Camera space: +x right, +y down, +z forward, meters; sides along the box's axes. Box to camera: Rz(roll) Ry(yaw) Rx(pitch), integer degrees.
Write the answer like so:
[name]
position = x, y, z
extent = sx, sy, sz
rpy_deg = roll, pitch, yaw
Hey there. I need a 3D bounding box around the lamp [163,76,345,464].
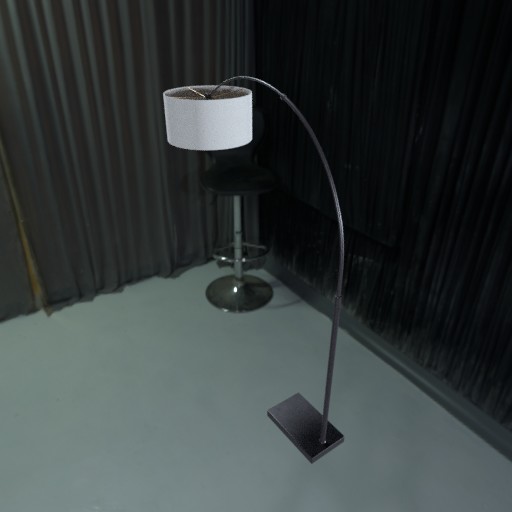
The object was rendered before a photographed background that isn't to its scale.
[lamp]
position = 0.000, 0.000, 2.567
extent = 0.493, 1.927, 1.424
rpy_deg = -19, 34, -30
